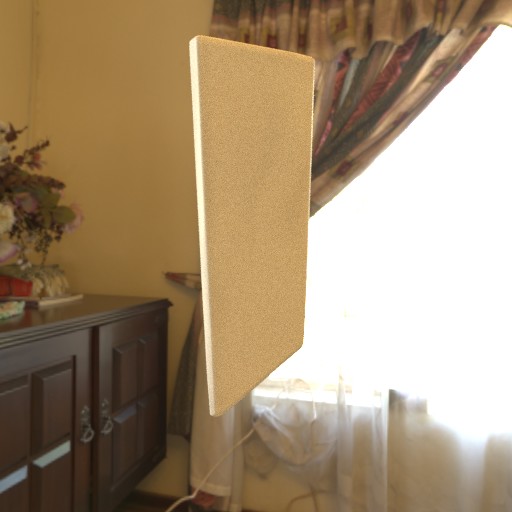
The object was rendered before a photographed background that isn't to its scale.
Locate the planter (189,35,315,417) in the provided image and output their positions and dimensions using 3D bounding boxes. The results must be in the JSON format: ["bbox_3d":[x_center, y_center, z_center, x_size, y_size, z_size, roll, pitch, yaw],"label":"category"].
[{"bbox_3d":[0.000,0.000,0.271,0.060,0.197,0.150,0,0,1],"label":"planter"}]
